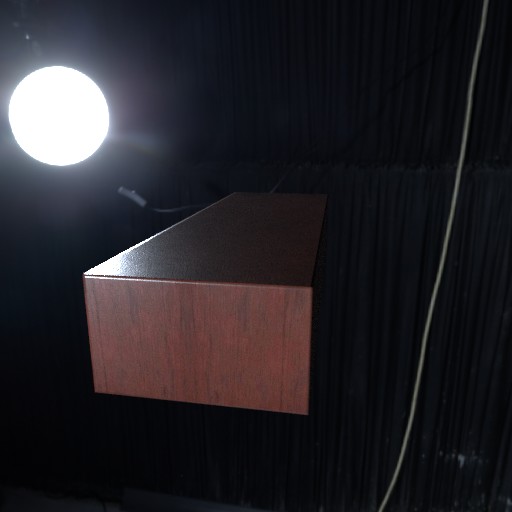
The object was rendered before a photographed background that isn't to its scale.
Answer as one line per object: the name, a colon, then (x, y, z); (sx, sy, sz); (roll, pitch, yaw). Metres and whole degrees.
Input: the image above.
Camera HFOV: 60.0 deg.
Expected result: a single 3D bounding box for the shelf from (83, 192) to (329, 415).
shelf: (0.000, 0.000, 0.511); (0.152, 0.088, 0.457); (3, 15, 10)
